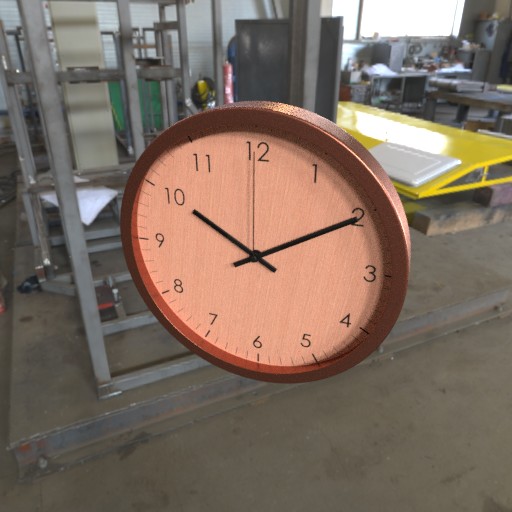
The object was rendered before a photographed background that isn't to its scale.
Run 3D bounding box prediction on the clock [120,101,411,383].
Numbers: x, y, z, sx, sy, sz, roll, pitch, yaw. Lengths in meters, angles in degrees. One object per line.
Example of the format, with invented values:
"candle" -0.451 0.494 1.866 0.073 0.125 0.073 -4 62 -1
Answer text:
"clock" 0.000 0.000 0.477 0.313 0.313 0.040 9 28 17
